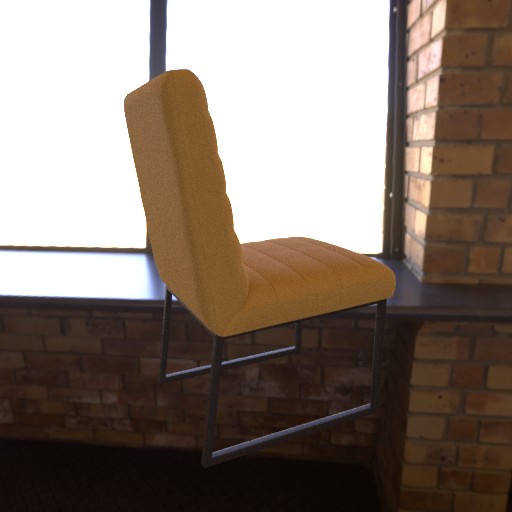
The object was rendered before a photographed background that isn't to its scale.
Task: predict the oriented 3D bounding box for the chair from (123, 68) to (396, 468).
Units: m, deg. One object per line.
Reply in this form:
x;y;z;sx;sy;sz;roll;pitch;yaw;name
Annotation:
0.000;0.000;1.300;0.634;0.930;0.520;-7;15;-25;chair
